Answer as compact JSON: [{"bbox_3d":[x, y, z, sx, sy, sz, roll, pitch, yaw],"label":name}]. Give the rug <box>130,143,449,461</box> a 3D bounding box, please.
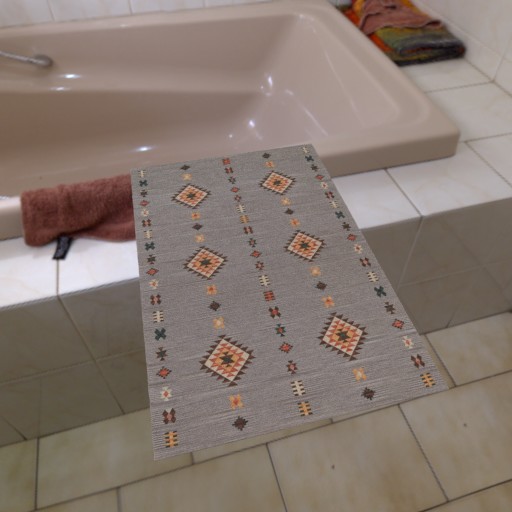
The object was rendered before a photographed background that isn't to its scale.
[{"bbox_3d":[0.000,0.000,2.338,1.217,0.005,1.818,-10,49,-9],"label":"rug"}]
